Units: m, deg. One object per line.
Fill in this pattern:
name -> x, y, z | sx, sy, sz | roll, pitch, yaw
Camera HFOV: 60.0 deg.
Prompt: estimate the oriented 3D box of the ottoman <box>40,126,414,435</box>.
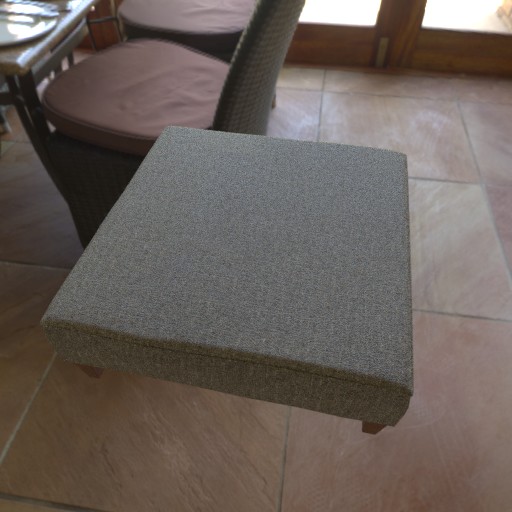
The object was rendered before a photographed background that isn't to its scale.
ottoman -> 0.000, 0.000, 1.533 | 0.981, 0.379, 1.016 | 9, 48, 8
